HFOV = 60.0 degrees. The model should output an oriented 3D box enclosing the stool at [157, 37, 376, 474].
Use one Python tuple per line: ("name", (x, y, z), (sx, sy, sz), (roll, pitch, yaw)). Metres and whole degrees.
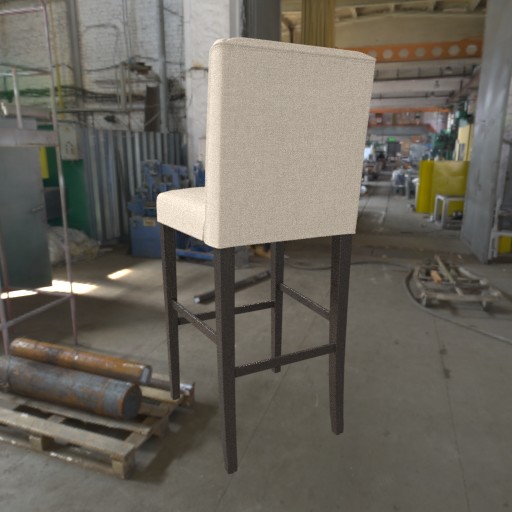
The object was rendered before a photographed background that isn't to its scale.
("stool", (0.000, 0.000, 1.370), (0.474, 1.116, 0.509), (-7, 16, -27))
